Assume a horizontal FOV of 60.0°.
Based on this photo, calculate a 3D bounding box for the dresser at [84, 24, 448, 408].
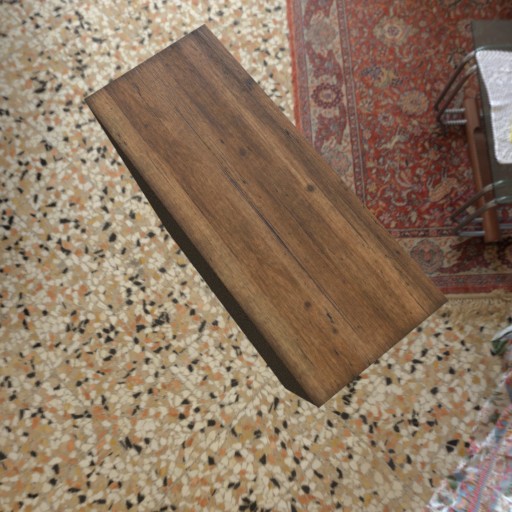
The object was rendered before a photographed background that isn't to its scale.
[{"bbox_3d":[0.000,0.000,1.864,0.438,1.359,1.067,-37,78,-9],"label":"dresser"}]
